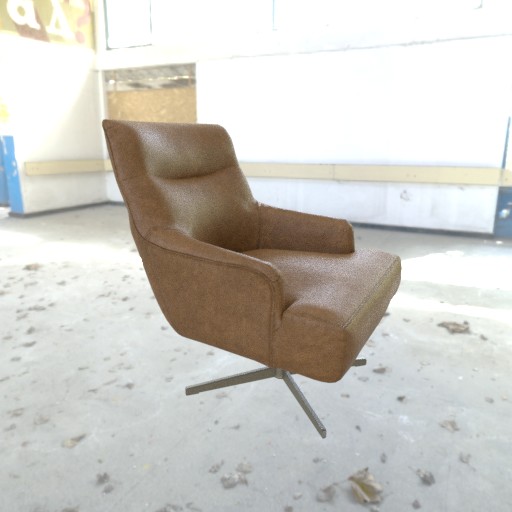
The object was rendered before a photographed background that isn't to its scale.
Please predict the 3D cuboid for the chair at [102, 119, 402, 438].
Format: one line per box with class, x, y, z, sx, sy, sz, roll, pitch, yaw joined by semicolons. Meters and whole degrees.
chair;0.000;0.000;1.484;0.874;0.869;0.729;8;17;26
